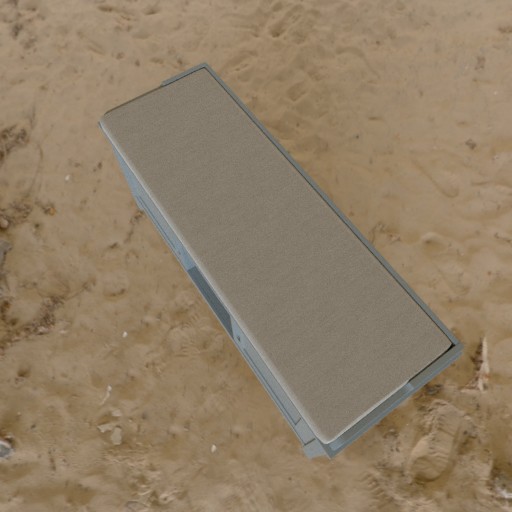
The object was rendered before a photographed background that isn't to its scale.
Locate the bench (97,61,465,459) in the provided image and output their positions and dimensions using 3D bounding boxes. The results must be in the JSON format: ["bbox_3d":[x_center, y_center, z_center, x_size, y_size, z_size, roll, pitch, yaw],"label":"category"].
[{"bbox_3d":[0.000,0.000,1.382,0.398,0.501,1.140,-32,68,-15],"label":"bench"}]
